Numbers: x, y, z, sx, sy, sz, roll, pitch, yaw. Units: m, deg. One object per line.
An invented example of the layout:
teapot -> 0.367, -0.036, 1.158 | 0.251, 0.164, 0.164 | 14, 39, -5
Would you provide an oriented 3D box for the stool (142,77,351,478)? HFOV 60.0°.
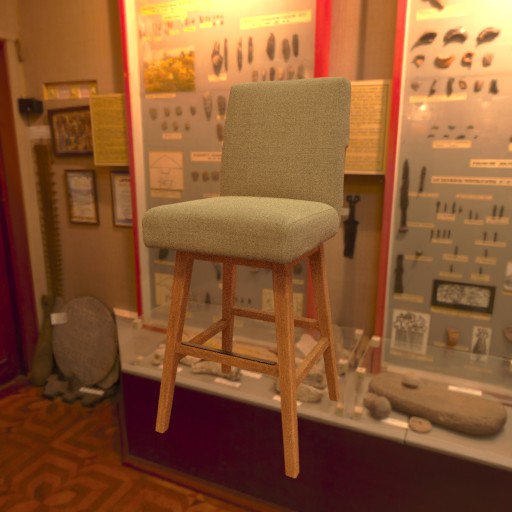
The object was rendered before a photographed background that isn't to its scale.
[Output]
stool -> 0.000, 0.000, 1.405 | 0.483, 1.106, 0.569 | 7, 16, 25
